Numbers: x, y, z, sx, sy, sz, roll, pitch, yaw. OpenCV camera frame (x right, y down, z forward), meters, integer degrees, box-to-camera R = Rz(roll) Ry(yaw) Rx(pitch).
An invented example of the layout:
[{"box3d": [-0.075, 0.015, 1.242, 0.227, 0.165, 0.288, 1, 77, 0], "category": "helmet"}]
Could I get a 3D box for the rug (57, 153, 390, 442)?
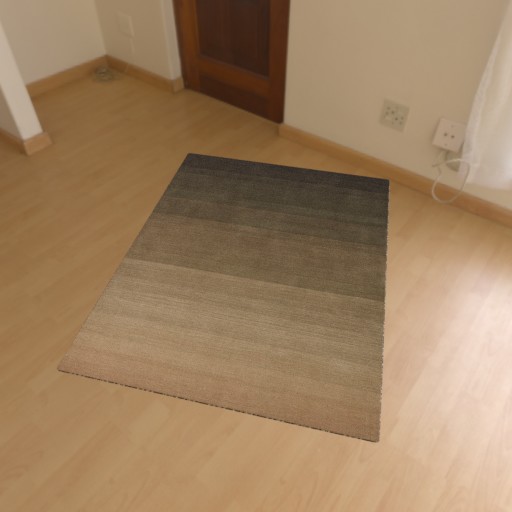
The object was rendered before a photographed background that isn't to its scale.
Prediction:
[{"box3d": [0.000, 0.000, 4.003, 2.306, 0.017, 2.902, 10, 47, 9], "category": "rug"}]
